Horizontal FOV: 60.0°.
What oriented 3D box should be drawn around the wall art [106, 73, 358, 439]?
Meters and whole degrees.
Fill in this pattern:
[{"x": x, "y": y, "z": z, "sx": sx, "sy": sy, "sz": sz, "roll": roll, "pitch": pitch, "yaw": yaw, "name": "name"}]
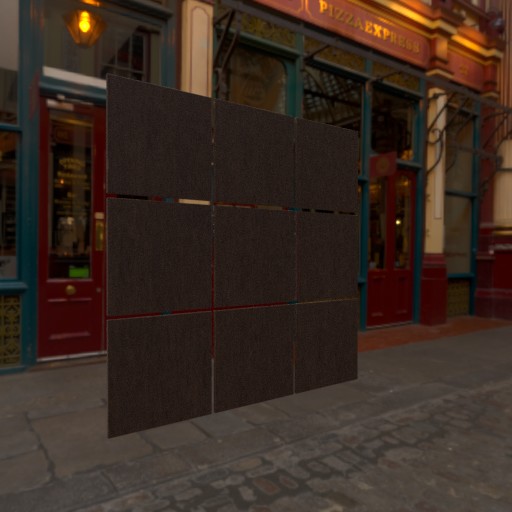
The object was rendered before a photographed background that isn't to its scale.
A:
[{"x": 0.000, "y": 0.000, "z": 2.297, "sx": 1.527, "sy": 1.525, "sz": 0.014, "roll": 0, "pitch": 0, "yaw": -35, "name": "wall art"}]
